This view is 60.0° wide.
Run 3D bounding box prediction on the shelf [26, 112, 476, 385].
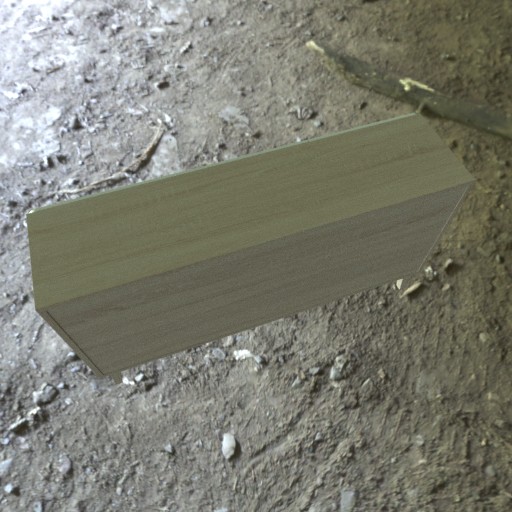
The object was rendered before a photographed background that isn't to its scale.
[{"bbox_3d":[0.000,0.000,1.838,1.490,0.780,0.400,-17,59,-11],"label":"shelf"}]
